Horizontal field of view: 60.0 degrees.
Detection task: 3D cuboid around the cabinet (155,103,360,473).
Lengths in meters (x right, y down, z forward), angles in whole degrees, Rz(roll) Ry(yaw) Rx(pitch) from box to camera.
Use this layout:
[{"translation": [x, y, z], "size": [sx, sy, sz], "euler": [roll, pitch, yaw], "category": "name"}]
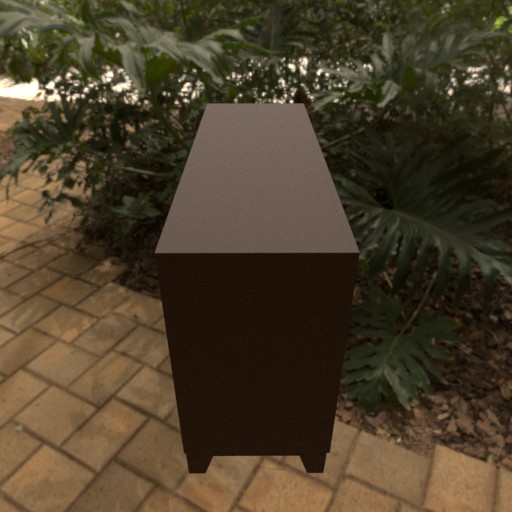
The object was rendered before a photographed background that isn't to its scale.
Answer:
[{"translation": [0.000, 0.000, 1.874], "size": [0.482, 0.914, 1.396], "euler": [0, 33, 0], "category": "cabinet"}]
